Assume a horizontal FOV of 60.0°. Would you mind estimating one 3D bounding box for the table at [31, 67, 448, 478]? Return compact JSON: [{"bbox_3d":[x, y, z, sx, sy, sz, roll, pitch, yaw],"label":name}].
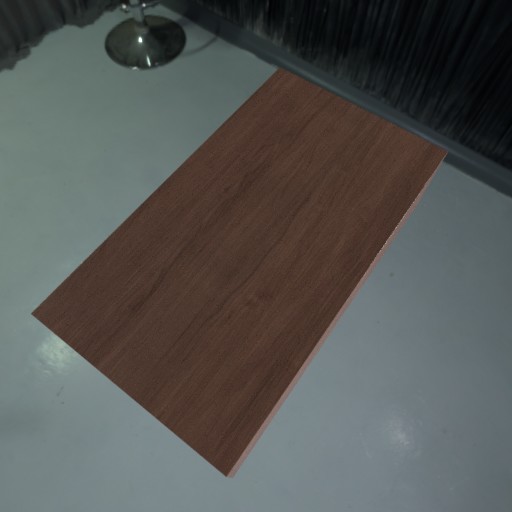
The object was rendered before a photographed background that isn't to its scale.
[{"bbox_3d":[0.000,0.000,1.315,0.600,0.380,1.020,33,68,16],"label":"table"}]
